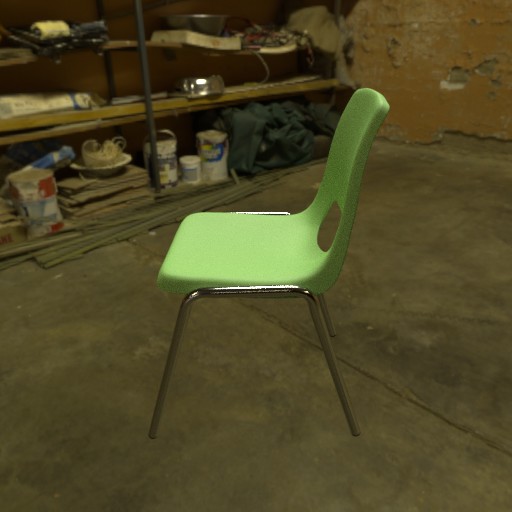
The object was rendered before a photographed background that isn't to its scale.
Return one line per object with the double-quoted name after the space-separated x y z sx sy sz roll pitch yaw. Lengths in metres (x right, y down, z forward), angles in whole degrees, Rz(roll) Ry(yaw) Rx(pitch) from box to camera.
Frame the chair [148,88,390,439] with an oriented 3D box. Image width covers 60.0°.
0.000 0.000 0.925 0.436 0.653 0.381 0 26 1 "chair"
